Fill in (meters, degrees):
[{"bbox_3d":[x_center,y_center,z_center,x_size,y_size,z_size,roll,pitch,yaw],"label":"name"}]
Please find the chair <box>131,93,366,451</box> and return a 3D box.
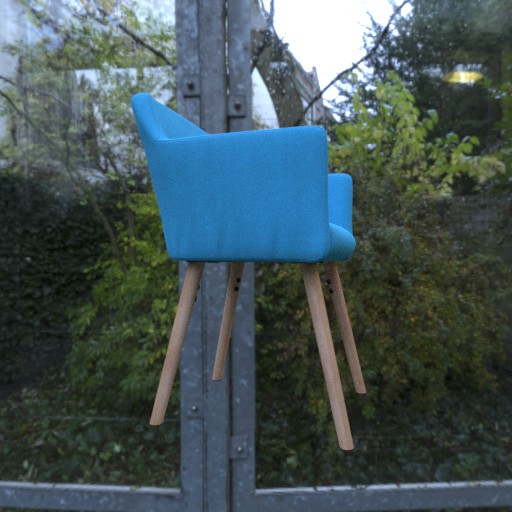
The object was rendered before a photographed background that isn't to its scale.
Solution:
[{"bbox_3d":[0.000,0.000,1.157,0.540,0.780,0.570,0,0,17],"label":"chair"}]
